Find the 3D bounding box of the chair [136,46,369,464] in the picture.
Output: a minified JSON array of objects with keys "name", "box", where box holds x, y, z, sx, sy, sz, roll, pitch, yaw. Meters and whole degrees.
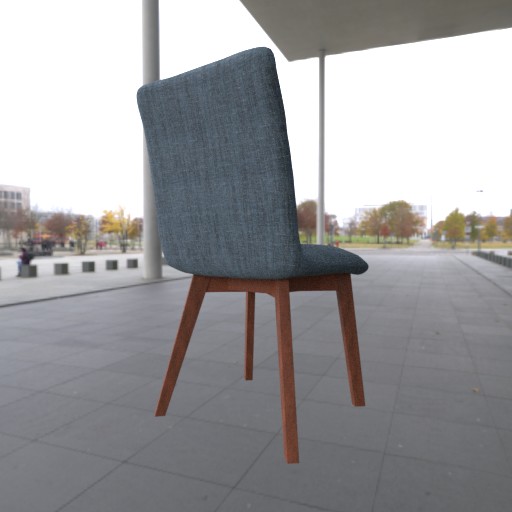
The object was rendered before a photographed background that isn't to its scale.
[{"name":"chair","box":[0.000,0.000,1.340,0.522,0.974,0.563,2,3,36]}]
